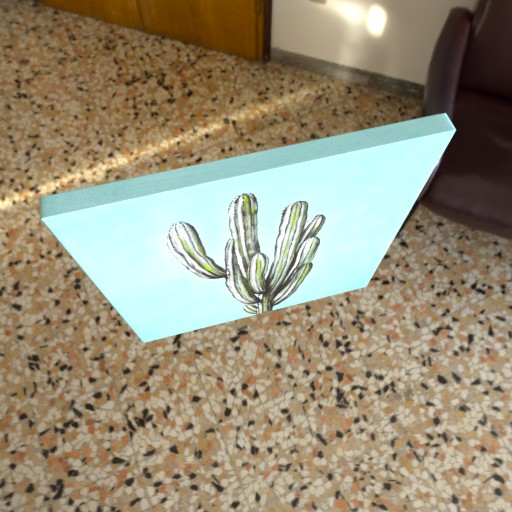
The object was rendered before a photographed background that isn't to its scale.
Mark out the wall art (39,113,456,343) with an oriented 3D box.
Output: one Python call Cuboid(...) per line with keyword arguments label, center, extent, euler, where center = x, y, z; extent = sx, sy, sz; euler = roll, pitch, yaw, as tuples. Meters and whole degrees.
Cuboid(label="wall art", center=(0.000, 0.000, 1.140), extent=(0.765, 0.766, 0.054), euler=(-13, 64, -7))
